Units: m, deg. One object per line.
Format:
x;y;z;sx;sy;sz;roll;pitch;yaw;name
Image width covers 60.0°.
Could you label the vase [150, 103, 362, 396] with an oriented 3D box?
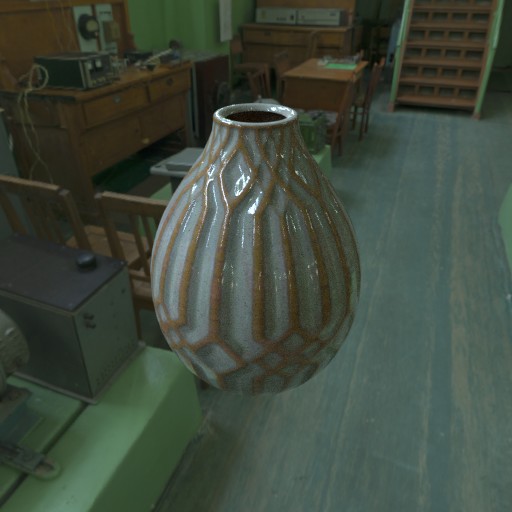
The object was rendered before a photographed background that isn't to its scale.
0.000;0.000;0.275;0.131;0.175;0.131;0;32;0;vase
